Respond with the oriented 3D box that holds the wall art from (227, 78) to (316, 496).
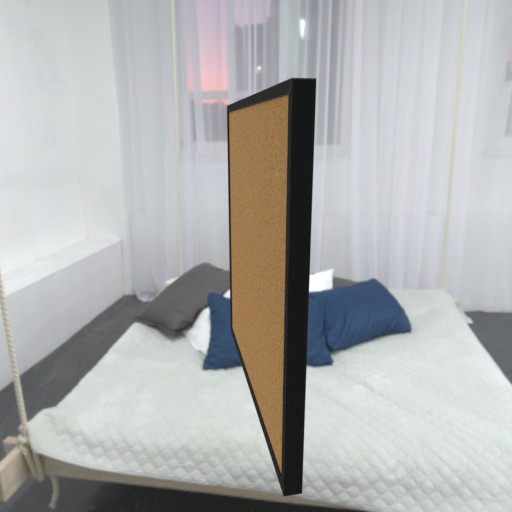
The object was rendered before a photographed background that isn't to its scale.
[{"bbox_3d":[0.000,0.000,1.122,0.037,0.761,0.761,-3,16,-11],"label":"wall art"}]
